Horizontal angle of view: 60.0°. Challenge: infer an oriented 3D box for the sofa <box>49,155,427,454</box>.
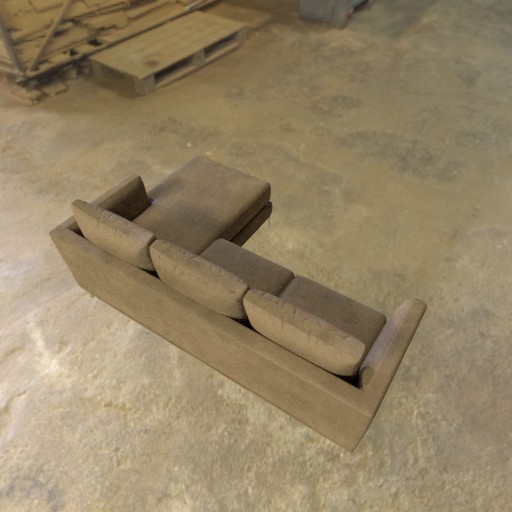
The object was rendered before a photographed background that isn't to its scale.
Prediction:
[{"bbox_3d":[0.000,0.000,3.288,2.438,0.987,1.622,25,51,22],"label":"sofa"}]
